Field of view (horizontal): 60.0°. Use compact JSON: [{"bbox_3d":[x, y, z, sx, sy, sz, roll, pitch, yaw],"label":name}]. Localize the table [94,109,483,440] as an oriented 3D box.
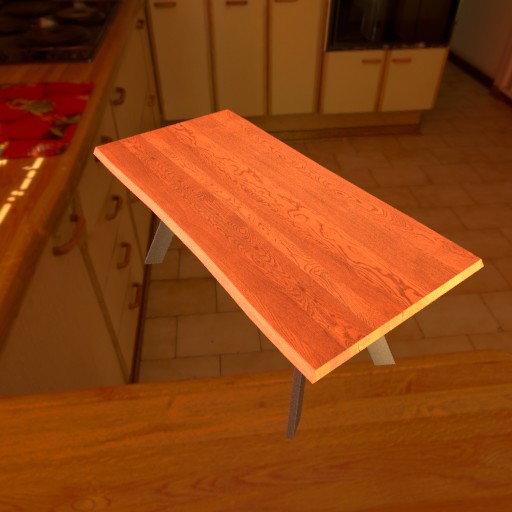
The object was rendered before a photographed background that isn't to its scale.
[{"bbox_3d":[0.000,0.000,2.313,0.900,0.770,1.800,-26,47,-27],"label":"table"}]
